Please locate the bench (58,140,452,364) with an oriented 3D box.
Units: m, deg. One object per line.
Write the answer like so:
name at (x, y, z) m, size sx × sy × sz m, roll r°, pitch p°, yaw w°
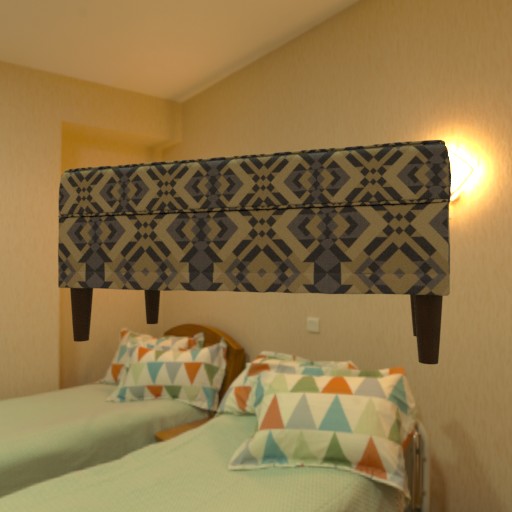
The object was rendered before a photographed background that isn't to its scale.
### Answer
bench at (0.000, 0.000, 1.291) m, size 1.016 × 0.477 × 0.492 m, roll 0°, pitch -1°, yaw 18°
